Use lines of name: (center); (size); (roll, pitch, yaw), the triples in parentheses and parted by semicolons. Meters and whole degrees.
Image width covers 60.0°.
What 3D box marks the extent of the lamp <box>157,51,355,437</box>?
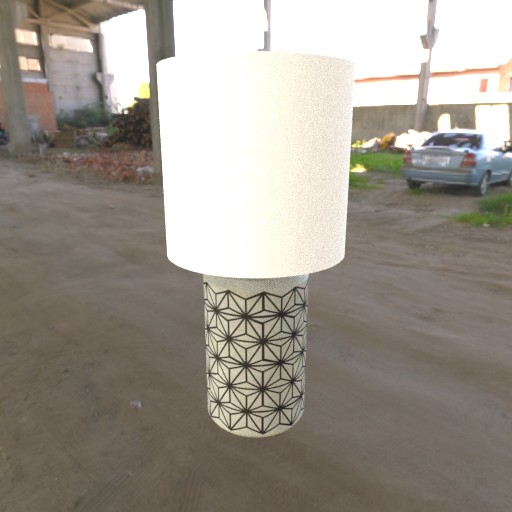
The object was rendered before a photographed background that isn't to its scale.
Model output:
lamp: (0.000, 0.000, 0.527); (0.206, 0.416, 0.206); (3, 16, 9)
